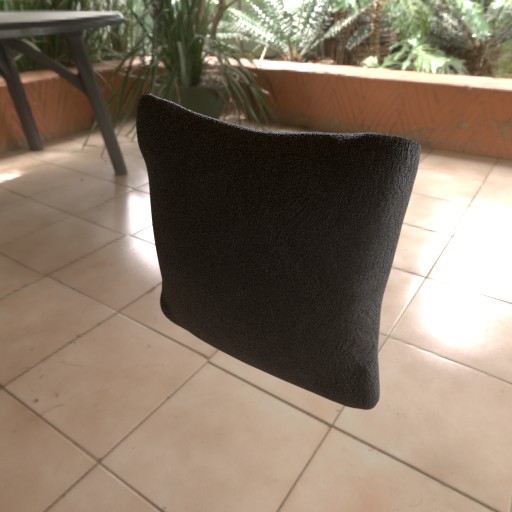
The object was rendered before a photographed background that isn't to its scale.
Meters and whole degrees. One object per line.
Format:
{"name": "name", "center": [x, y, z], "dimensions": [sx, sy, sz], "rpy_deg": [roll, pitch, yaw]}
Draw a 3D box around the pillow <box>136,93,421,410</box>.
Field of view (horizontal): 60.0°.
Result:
{"name": "pillow", "center": [0.000, 0.000, 0.819], "dimensions": [0.533, 0.523, 0.210], "rpy_deg": [18, 35, 28]}
